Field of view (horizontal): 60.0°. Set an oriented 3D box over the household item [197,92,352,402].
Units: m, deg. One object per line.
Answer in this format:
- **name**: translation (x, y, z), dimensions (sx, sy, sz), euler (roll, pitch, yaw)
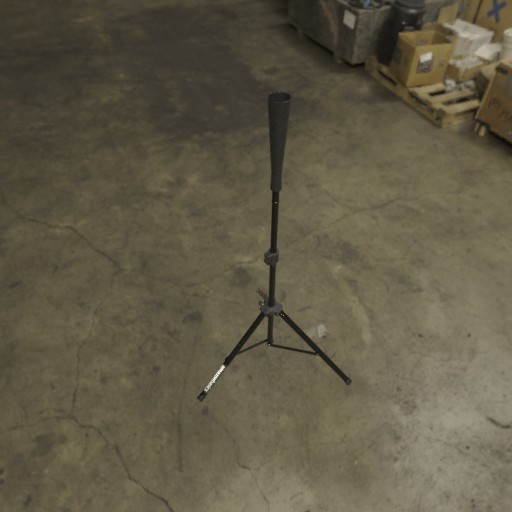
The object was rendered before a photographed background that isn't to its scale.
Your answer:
- **household item**: translation (0.000, 0.000, 1.394), dimensions (0.559, 1.067, 0.559), euler (-16, 48, -15)
